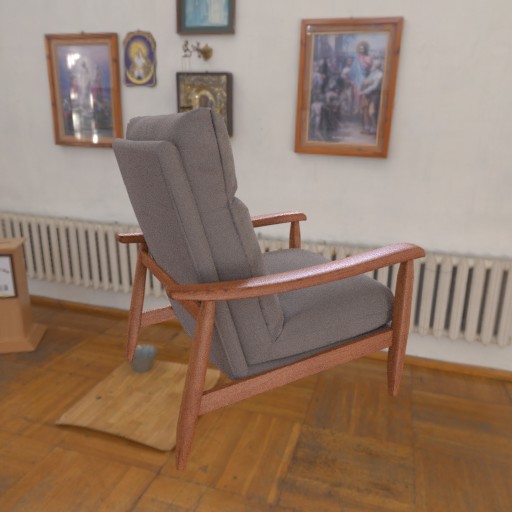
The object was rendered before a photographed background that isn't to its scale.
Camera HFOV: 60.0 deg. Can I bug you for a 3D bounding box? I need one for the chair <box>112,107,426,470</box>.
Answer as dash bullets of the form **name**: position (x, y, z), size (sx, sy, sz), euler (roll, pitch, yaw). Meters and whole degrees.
- **chair**: position (0.000, 0.000, 1.511), size (0.816, 0.922, 0.782), euler (-8, 17, -26)
